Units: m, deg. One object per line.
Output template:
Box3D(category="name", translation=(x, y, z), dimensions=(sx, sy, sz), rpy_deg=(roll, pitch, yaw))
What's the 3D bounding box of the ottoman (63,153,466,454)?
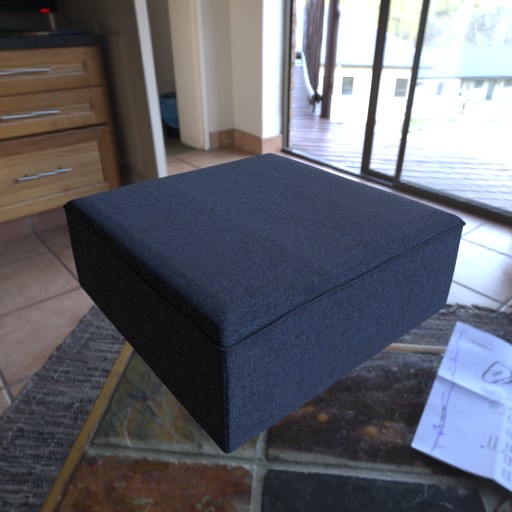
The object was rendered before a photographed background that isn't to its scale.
Box3D(category="ottoman", translation=(0.000, 0.000, 1.607), dimensions=(1.017, 0.423, 1.023), rpy_deg=(-21, 35, -33))
